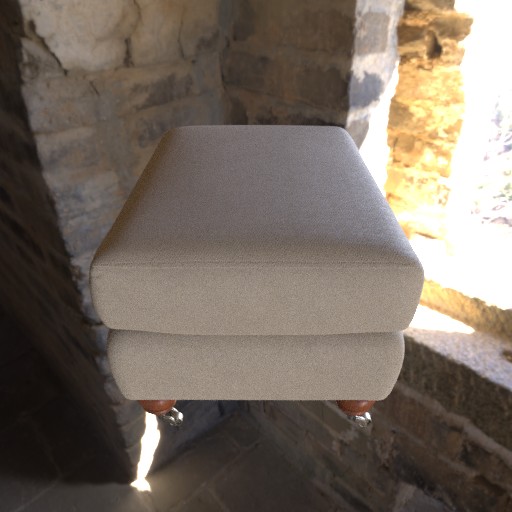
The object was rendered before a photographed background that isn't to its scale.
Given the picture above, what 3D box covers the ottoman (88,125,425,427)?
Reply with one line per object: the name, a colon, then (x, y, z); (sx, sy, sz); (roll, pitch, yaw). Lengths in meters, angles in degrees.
ottoman: (0.000, 0.000, 1.126); (0.569, 0.504, 0.773); (0, 33, 0)
